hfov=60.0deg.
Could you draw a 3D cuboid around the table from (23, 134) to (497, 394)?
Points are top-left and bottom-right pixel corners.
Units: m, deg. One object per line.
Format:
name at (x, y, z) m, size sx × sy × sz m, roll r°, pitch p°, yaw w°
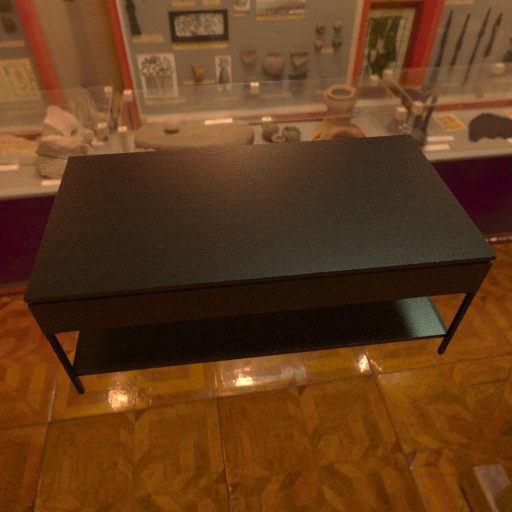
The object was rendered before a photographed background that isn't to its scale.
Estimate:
table at (0.000, 0.000, 1.368) m, size 1.095 × 0.435 × 0.574 m, roll -5°, pitch 45°, yaw -5°
